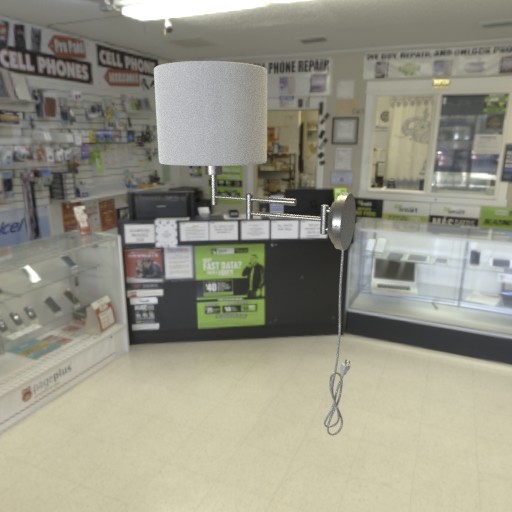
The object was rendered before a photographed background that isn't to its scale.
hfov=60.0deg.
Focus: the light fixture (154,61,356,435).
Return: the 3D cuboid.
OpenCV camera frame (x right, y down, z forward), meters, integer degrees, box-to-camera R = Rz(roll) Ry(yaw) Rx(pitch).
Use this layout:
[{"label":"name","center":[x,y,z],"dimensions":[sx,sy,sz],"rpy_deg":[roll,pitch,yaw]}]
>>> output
[{"label":"light fixture","center":[0.000,0.000,1.061],"dimensions":[0.479,0.842,0.253],"rpy_deg":[7,17,25]}]
